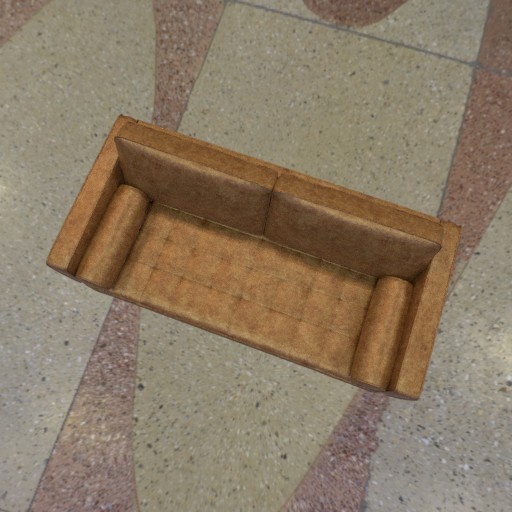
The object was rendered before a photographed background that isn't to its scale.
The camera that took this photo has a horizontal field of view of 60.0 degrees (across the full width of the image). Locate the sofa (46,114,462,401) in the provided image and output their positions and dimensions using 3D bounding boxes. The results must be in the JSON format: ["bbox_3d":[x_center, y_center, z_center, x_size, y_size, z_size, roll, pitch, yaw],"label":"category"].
[{"bbox_3d":[0.000,0.000,2.396,1.920,0.825,0.924,19,76,5],"label":"sofa"}]
